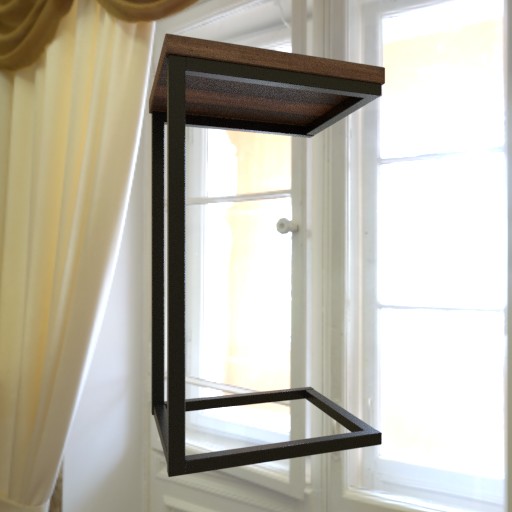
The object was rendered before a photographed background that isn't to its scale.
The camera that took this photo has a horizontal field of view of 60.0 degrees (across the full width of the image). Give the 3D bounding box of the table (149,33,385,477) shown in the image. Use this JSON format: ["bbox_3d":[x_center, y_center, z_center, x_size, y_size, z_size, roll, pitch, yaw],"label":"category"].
[{"bbox_3d":[0.000,0.000,0.931,0.414,0.718,0.323,0,0,-18],"label":"table"}]
